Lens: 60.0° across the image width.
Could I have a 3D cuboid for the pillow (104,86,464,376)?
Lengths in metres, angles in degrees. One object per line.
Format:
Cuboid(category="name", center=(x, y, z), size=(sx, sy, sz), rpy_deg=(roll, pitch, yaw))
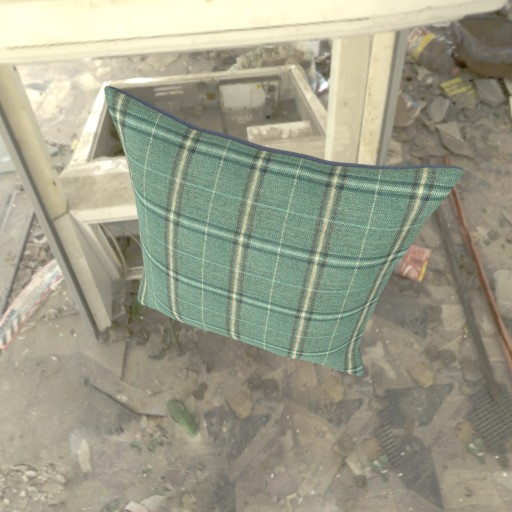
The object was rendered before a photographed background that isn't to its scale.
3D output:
Cuboid(category="pillow", center=(0.000, 0.000, 0.687), size=(0.453, 0.430, 0.200), rpy_deg=(16, 60, 10))
